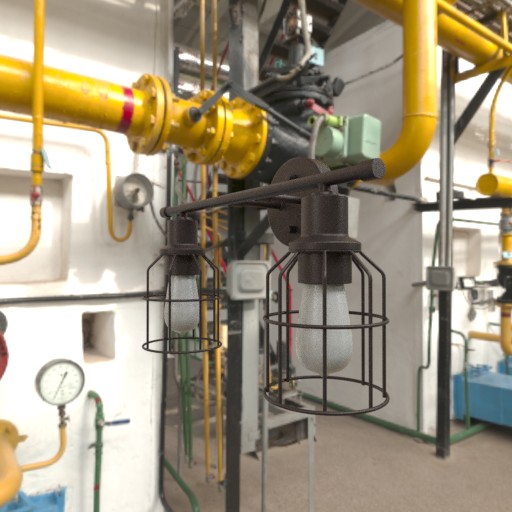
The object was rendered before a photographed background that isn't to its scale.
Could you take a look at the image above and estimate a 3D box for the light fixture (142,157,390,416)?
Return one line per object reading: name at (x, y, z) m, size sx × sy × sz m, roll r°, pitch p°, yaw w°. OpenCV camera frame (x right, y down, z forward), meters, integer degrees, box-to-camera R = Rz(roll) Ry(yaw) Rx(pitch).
light fixture at (0.000, 0.000, 0.534) m, size 0.165 × 0.254 × 0.406 m, roll 0°, pitch -1°, yaw -36°
